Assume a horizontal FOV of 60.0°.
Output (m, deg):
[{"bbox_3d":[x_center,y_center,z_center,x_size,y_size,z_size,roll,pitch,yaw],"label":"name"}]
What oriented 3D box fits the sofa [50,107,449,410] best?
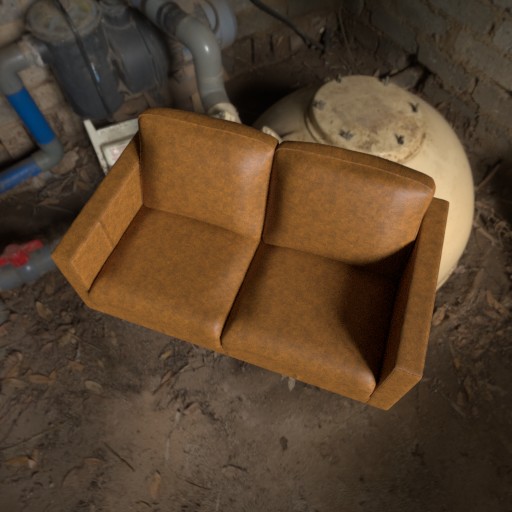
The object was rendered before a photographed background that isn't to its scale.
[{"bbox_3d":[0.000,0.000,2.128,1.578,0.951,0.909,17,60,10],"label":"sofa"}]
